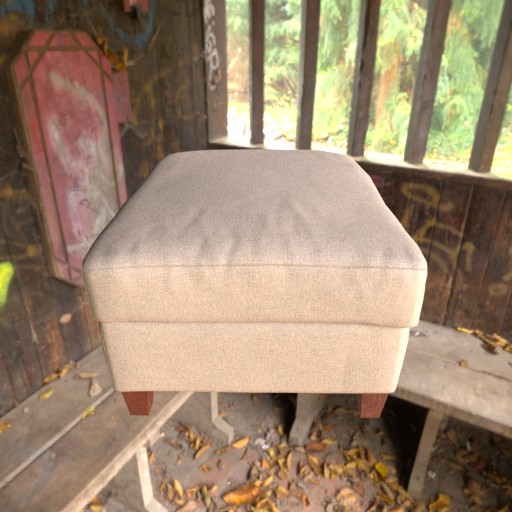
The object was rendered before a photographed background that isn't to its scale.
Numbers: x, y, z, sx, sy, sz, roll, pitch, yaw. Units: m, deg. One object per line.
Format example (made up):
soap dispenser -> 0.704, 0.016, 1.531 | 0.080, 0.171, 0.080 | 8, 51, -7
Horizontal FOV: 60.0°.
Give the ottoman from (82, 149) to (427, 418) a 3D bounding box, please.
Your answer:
ottoman -> 0.000, 0.000, 1.321 | 0.692, 0.511, 0.902 | 0, 26, 1
